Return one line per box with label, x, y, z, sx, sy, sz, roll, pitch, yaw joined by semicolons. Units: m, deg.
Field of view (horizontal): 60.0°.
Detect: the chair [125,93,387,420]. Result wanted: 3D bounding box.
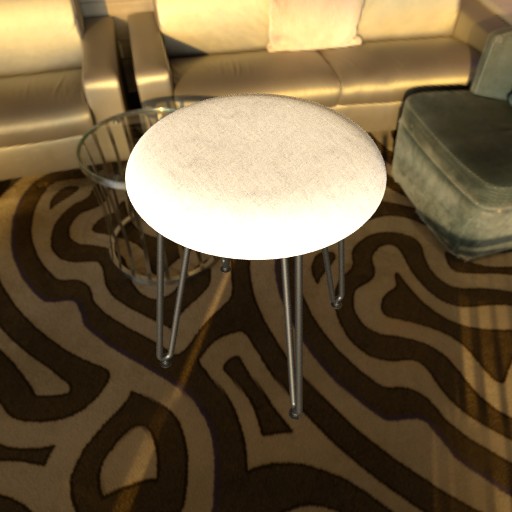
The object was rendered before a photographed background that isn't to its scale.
chair;0.000;0.000;0.650;0.350;0.386;0.350;-16;48;-15
